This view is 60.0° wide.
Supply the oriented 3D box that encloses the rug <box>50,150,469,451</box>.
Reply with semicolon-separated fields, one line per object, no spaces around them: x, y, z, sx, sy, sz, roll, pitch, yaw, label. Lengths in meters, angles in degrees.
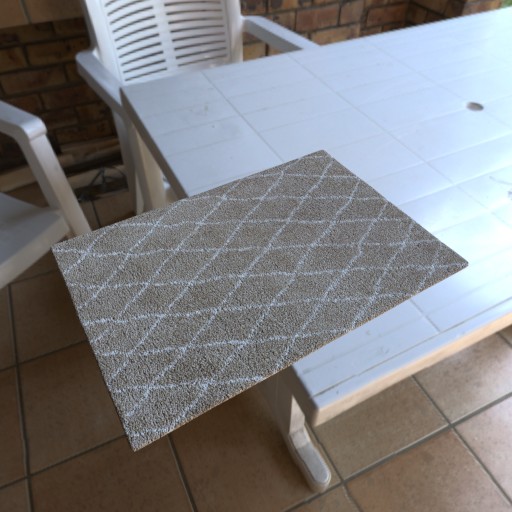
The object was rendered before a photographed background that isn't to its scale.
0.000;0.000;2.270;1.778;0.030;1.219;-23;50;-21;rug
